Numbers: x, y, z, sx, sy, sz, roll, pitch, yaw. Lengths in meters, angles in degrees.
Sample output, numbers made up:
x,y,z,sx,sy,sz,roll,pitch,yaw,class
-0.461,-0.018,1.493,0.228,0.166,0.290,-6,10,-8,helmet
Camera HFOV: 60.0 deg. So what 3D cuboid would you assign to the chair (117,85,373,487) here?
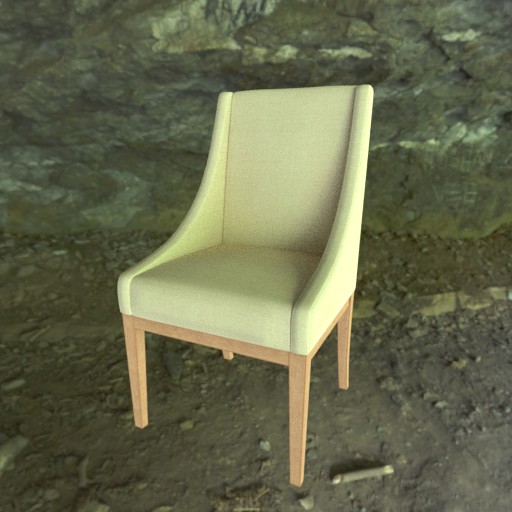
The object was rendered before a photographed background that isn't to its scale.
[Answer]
x,y,z,sx,sy,sz,roll,pitch,yaw,class
0.000,0.000,1.369,0.575,1.021,0.611,8,17,26,chair
